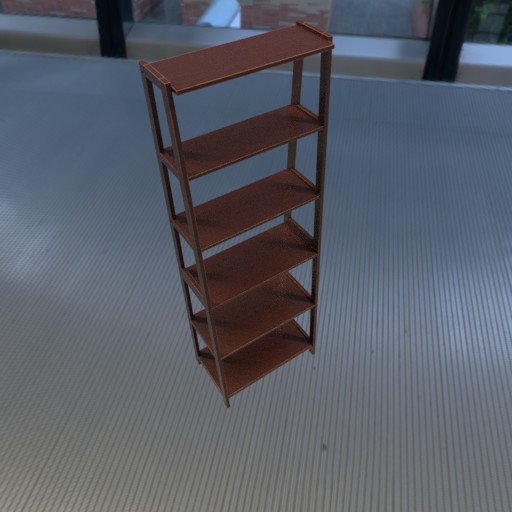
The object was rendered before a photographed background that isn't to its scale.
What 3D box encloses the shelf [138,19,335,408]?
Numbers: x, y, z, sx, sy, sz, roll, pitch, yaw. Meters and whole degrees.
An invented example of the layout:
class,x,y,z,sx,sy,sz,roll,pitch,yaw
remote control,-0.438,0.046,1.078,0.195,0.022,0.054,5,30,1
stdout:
class,x,y,z,sx,sy,sz,roll,pitch,yaw
shelf,0.000,0.000,2.134,0.660,1.892,0.381,-26,52,-22
